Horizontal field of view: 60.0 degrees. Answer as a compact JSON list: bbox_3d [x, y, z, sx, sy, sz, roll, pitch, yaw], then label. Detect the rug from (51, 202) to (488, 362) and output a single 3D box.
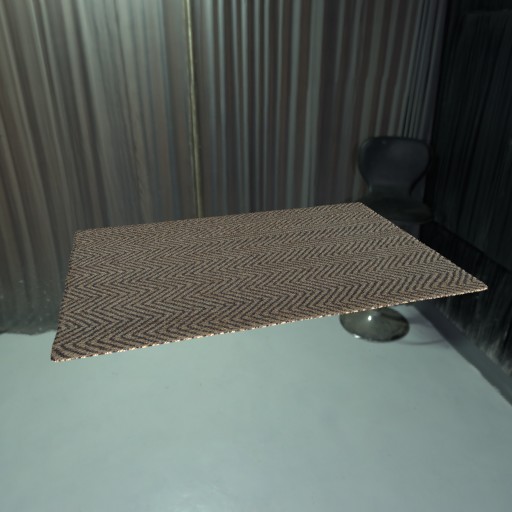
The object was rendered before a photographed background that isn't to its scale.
[{"bbox_3d":[0.000,0.000,2.273,1.828,0.008,1.219,-7,27,-14],"label":"rug"}]
